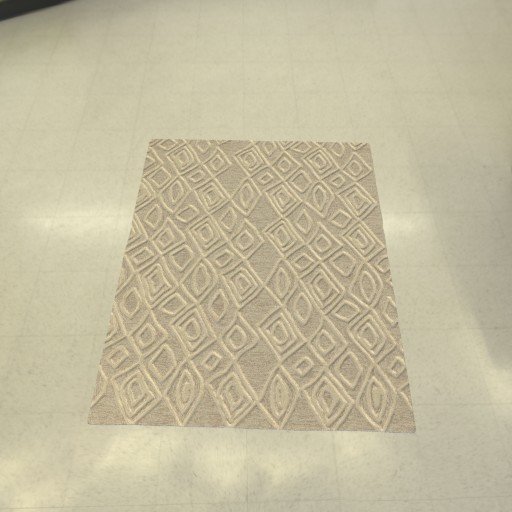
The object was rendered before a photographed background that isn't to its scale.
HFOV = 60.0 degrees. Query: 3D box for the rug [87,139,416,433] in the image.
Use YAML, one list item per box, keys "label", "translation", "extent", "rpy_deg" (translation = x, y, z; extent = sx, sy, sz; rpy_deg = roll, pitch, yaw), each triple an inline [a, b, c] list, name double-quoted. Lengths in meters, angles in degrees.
- label: "rug"
  translation: [0.000, 0.000, 4.102]
  extent: [2.449, 0.025, 3.049]
  rpy_deg: [1, 57, 1]
